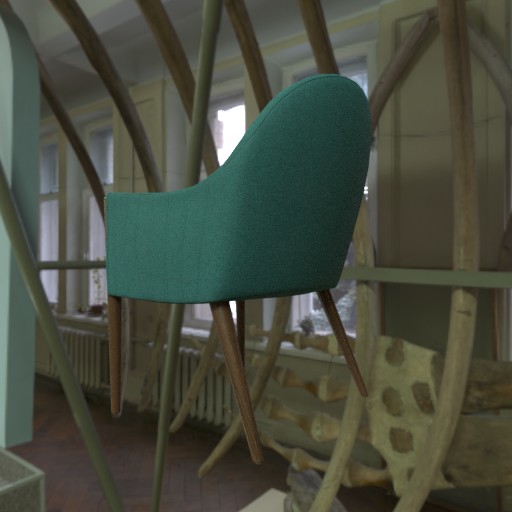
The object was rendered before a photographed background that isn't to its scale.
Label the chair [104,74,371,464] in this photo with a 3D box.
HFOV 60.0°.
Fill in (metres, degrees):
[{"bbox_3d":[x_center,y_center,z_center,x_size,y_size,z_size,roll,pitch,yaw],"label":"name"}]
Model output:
[{"bbox_3d":[0.000,0.000,1.336,0.652,0.907,0.656,0,0,37],"label":"chair"}]
